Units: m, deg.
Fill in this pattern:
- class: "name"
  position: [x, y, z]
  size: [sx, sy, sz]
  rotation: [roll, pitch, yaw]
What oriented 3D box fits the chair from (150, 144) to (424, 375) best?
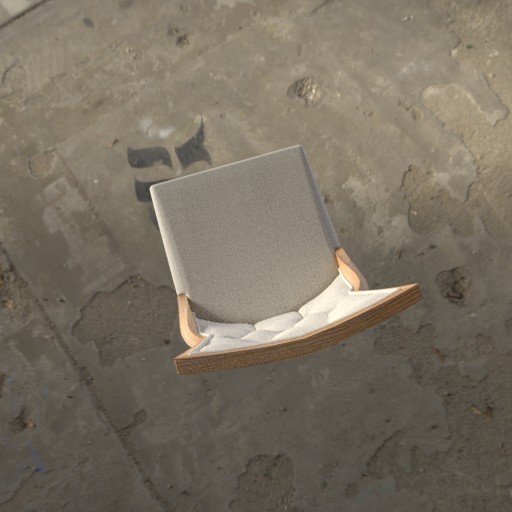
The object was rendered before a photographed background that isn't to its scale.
- class: "chair"
  position: [0.000, 0.000, 1.304]
  size: [0.524, 0.947, 0.641]
  rotation: [-16, 75, -4]
